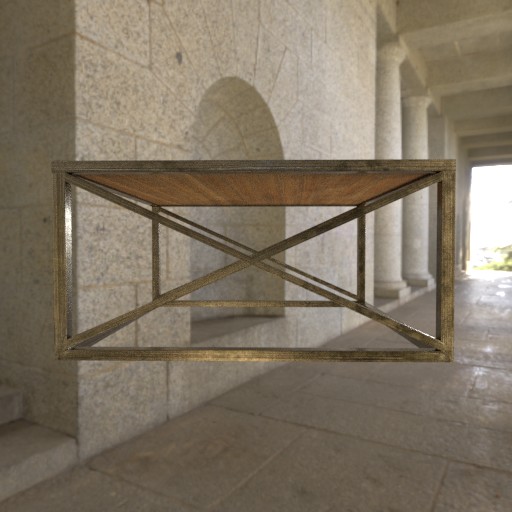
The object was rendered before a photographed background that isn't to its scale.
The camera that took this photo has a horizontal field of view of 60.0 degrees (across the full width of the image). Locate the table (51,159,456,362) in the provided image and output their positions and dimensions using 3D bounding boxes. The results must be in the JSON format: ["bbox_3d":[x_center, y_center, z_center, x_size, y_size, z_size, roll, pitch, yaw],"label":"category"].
[{"bbox_3d":[0.000,0.000,1.444,0.899,0.451,0.909,0,1,1],"label":"table"}]
